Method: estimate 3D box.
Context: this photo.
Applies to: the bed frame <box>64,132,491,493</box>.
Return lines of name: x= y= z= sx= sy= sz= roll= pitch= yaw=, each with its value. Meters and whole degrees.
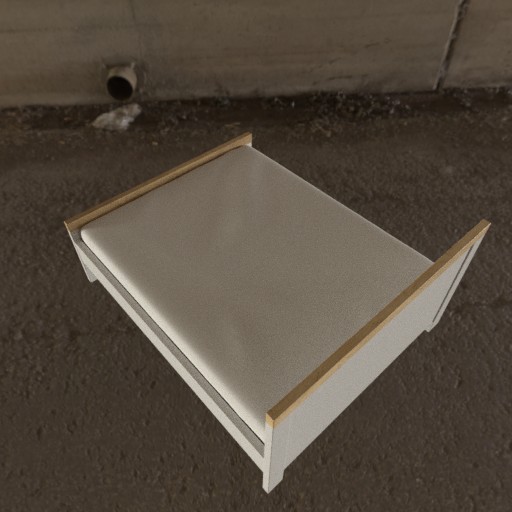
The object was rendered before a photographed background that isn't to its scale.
bed frame: x=0.000 y=0.000 z=2.960 sx=1.670 sy=0.980 sz=2.050 roll=-34 pitch=56 yaw=-27
